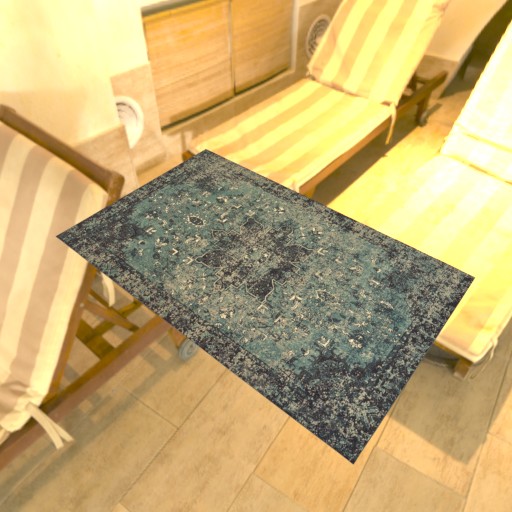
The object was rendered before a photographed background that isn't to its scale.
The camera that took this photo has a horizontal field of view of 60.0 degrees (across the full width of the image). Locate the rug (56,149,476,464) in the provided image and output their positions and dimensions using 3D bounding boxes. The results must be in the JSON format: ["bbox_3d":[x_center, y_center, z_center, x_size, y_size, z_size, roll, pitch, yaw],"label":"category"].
[{"bbox_3d":[0.000,0.000,3.009,2.440,0.007,1.525,30,52,27],"label":"rug"}]
